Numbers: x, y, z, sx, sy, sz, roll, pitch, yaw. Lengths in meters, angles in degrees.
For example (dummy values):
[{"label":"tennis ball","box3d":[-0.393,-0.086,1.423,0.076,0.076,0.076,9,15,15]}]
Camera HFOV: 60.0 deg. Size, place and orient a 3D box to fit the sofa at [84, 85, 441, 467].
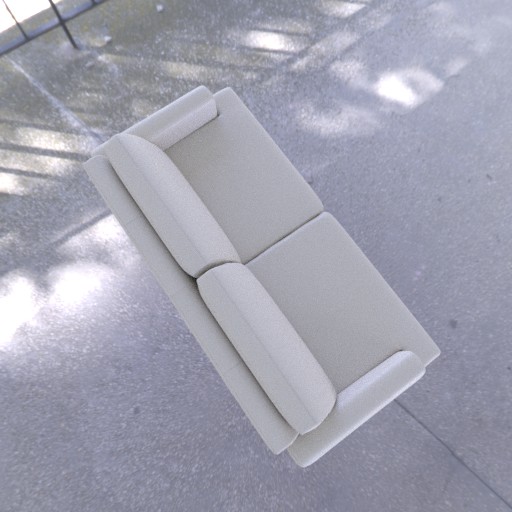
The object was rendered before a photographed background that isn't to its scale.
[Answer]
[{"label":"sofa","box3d":[0.000,0.000,2.367,0.974,0.765,1.940,-34,77,-9]}]
